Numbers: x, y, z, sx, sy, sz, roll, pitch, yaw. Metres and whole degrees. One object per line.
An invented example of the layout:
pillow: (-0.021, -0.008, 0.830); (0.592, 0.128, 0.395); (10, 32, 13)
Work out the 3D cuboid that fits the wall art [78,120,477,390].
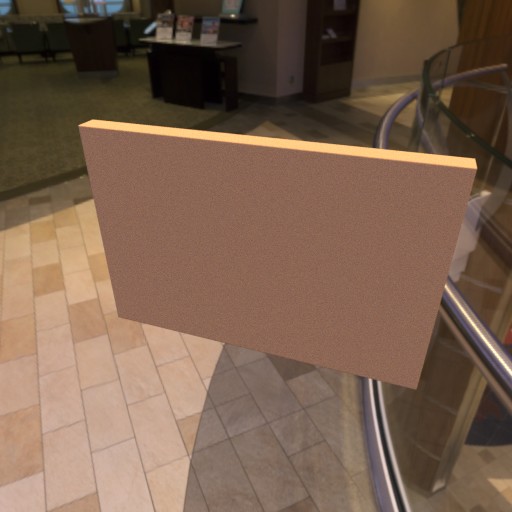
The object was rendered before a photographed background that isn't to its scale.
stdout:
wall art: (0.000, 0.000, 0.772); (0.609, 0.407, 0.039); (10, 33, 16)
